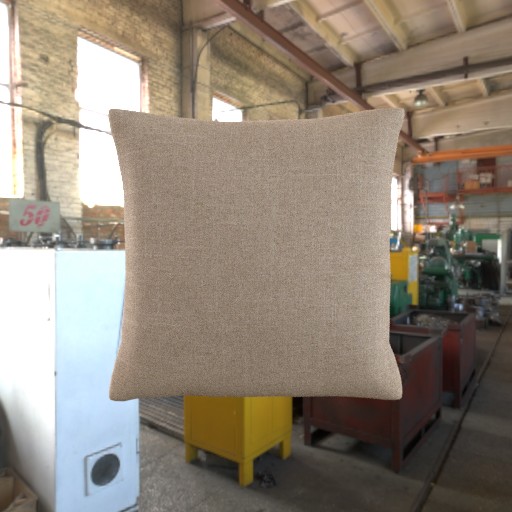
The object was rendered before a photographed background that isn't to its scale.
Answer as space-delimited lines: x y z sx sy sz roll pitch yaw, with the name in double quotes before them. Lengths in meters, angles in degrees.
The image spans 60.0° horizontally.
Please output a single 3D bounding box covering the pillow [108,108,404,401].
"pillow" 0.000 0.000 0.763 0.511 0.503 0.182 0 2 -1
